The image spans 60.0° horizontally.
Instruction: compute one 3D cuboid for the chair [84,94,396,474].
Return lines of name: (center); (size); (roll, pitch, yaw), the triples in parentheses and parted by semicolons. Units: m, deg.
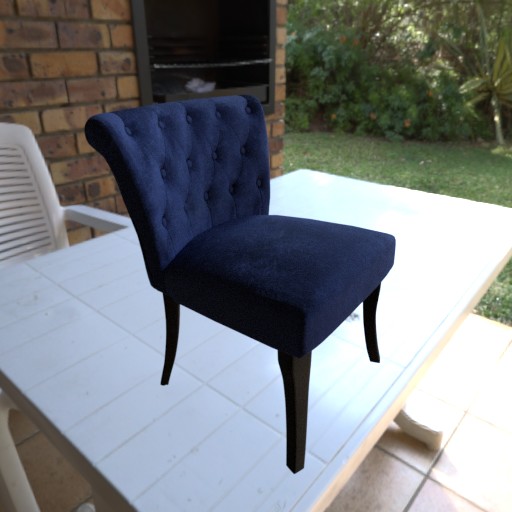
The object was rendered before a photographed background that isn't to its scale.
chair: (0.000, 0.000, 1.185); (0.606, 0.753, 0.585); (17, 30, 32)
